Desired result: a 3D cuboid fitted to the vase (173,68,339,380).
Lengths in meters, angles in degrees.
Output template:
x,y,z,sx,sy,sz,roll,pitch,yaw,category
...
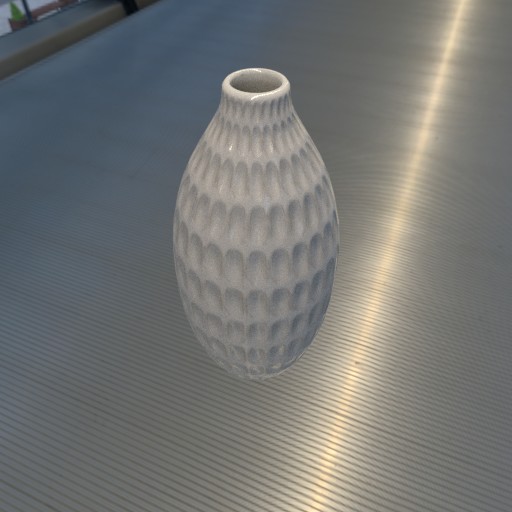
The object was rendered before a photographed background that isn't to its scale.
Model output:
x,y,z,sx,sy,sz,roll,pitch,yaw,category
0.000,0.000,0.350,0.127,0.282,0.127,0,45,0,vase
